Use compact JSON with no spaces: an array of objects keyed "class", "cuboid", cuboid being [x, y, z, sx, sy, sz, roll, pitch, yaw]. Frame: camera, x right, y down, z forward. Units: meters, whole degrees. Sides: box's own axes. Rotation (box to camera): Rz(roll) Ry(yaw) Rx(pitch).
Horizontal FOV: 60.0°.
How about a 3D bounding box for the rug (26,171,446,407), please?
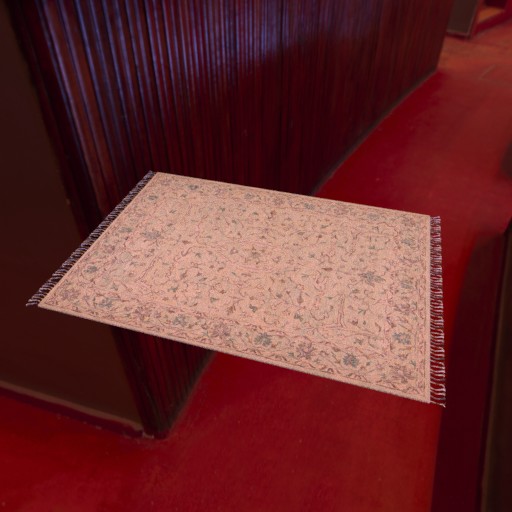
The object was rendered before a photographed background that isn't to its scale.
[{"class":"rug","cuboid":[0.000,0.000,2.245,1.802,0.008,1.247,11,42,12]}]
